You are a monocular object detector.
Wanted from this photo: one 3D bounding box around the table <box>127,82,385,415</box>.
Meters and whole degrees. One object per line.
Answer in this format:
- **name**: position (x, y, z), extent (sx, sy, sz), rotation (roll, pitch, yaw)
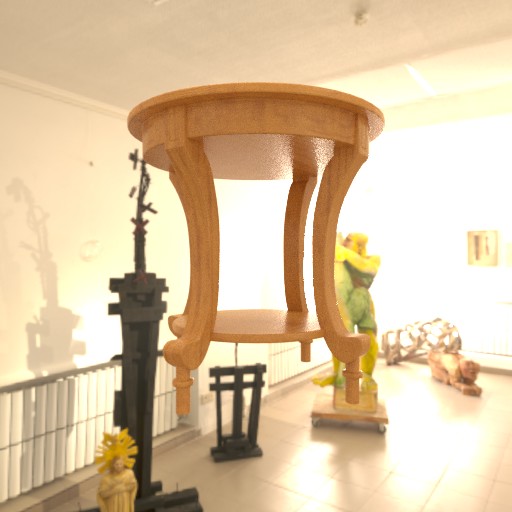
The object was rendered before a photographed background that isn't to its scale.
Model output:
- **table**: position (0.000, 0.000, 1.072), extent (0.597, 0.612, 0.597), rotation (0, 1, 0)
